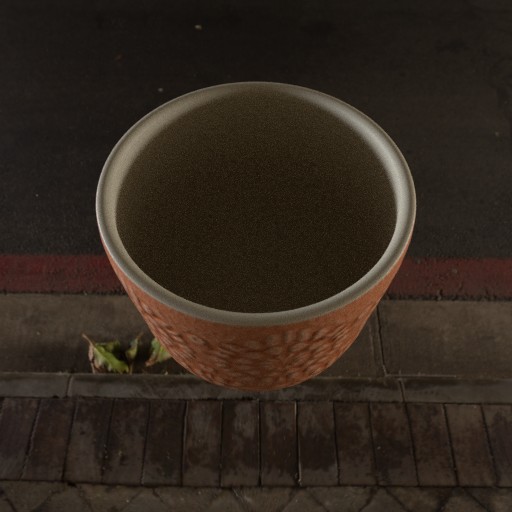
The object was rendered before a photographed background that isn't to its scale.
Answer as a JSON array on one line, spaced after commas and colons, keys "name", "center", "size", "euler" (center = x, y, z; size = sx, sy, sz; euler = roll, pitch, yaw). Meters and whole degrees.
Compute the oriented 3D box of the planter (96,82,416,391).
[{"name": "planter", "center": [0.000, 0.000, 0.217], "size": [0.124, 0.109, 0.124], "euler": [0, 57, 0]}]
